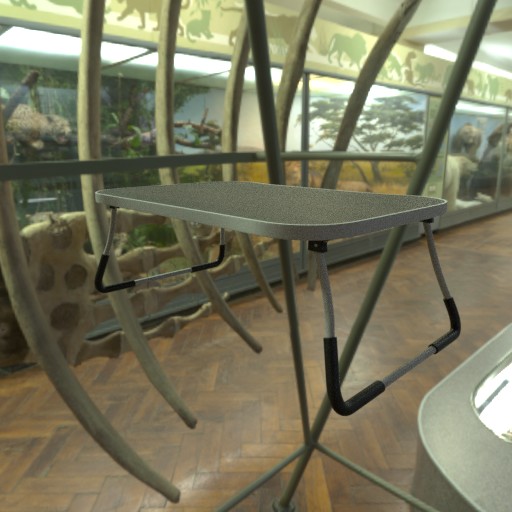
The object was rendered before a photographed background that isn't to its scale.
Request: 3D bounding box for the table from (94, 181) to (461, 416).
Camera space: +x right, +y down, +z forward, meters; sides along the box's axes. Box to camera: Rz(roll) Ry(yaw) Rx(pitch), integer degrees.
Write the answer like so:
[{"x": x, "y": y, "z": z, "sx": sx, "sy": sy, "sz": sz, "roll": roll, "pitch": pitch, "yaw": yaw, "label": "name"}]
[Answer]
[{"x": 0.000, "y": 0.000, "z": 0.846, "sx": 0.400, "sy": 0.232, "sz": 0.660, "roll": -13, "pitch": 19, "yaw": -43, "label": "table"}]
